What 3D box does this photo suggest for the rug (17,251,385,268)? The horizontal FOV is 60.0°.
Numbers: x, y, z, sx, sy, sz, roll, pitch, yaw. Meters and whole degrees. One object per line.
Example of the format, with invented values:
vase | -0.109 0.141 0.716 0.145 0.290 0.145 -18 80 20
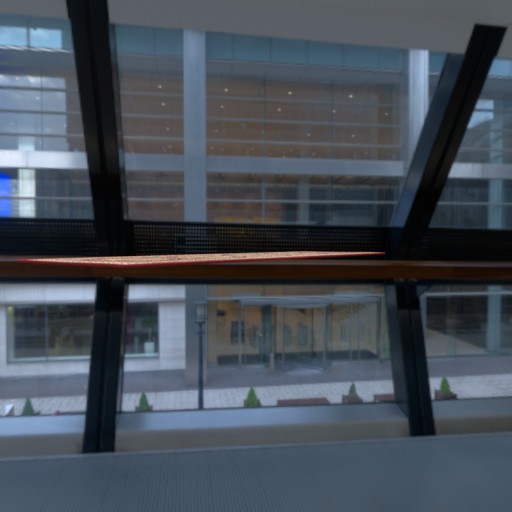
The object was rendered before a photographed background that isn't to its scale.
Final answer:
rug | 0.000 0.000 2.472 0.659 0.015 2.292 1 2 36
